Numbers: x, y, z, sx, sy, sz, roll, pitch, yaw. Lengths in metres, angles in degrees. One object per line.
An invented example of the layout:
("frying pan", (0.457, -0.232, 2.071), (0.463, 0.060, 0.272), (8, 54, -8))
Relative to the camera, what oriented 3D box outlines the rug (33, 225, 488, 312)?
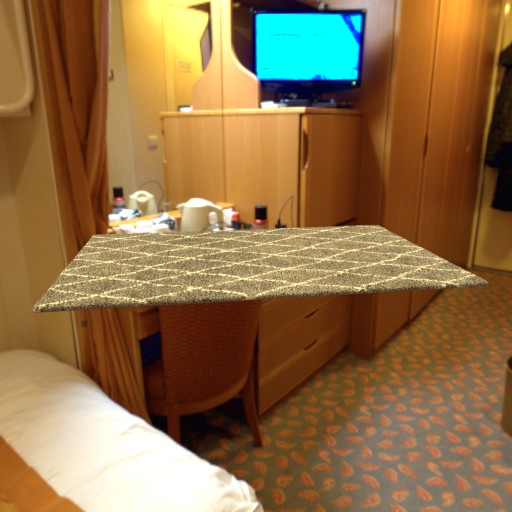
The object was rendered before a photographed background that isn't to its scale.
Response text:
("rug", (0.000, 0.000, 3.047), (2.438, 0.030, 1.524), (-2, 17, -8))
